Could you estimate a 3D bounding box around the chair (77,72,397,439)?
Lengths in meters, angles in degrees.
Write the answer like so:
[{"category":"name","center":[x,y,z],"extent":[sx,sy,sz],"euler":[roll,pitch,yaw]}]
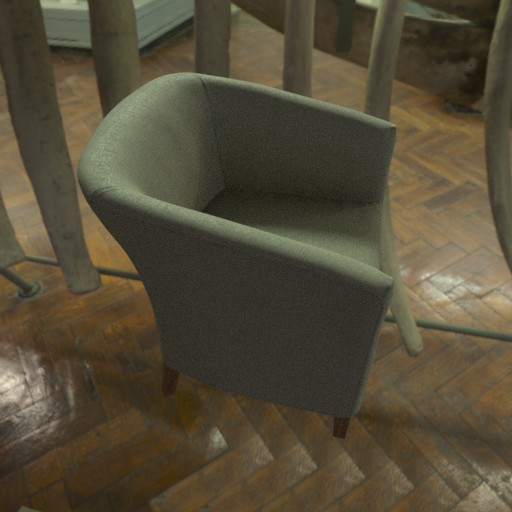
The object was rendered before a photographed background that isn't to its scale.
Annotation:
[{"category":"chair","center":[0.000,0.000,1.200],"extent":[0.668,0.771,0.600],"euler":[9,46,9]}]
